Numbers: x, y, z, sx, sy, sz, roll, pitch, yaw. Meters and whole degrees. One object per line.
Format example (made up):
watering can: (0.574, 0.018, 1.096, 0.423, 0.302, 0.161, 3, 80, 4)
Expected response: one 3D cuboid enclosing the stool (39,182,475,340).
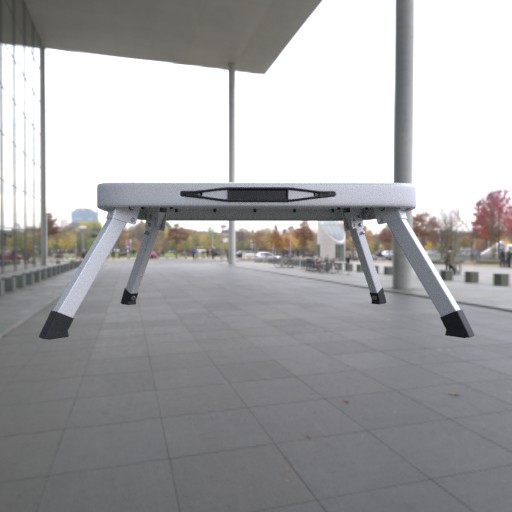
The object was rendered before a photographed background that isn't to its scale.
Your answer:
stool: (0.000, 0.000, 0.616, 0.460, 0.170, 0.320, 0, 1, -1)
